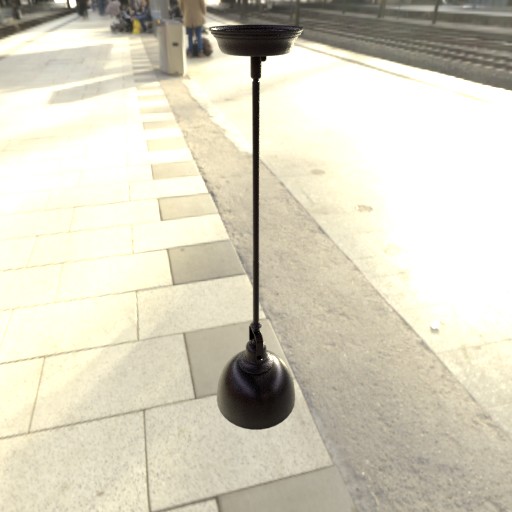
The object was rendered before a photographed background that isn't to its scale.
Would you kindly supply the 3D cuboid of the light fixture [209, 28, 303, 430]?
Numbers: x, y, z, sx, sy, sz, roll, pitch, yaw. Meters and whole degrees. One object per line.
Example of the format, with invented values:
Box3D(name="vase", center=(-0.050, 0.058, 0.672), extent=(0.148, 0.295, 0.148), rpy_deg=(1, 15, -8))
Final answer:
Box3D(name="light fixture", center=(0.000, 0.000, 0.837), extent=(0.182, 0.768, 0.182), rpy_deg=(-9, 32, -14))
